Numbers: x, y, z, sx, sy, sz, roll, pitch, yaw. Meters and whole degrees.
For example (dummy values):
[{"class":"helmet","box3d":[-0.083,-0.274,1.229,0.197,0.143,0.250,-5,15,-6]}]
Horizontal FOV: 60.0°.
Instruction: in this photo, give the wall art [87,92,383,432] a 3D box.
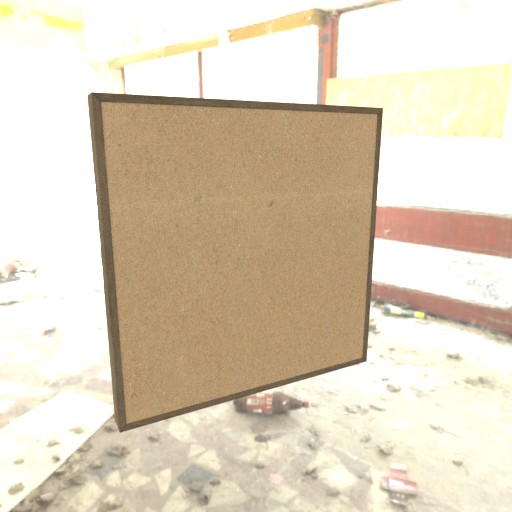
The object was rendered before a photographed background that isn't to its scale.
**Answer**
[{"class":"wall art","box3d":[0.000,0.000,0.772,0.508,0.508,0.038,-7,16,-27]}]
